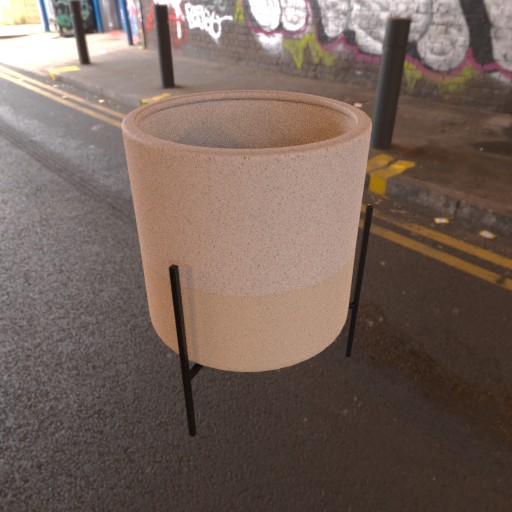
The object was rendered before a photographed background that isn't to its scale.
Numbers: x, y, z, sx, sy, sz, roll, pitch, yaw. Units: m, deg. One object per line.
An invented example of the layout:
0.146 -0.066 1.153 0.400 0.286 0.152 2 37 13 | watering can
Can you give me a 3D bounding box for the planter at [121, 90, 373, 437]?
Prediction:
0.000 0.000 0.671 0.335 0.423 0.313 -1 32 -2 | planter
